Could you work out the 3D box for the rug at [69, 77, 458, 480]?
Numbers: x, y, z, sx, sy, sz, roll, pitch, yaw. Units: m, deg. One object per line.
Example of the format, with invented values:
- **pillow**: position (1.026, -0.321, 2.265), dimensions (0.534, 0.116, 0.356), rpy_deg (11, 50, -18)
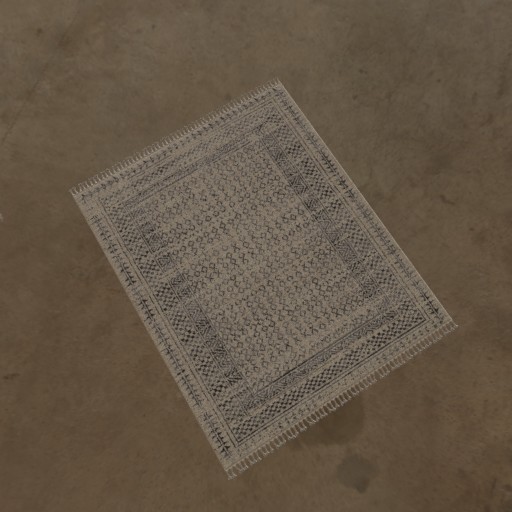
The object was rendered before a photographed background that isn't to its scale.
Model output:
- **rug**: position (0.000, 0.000, 3.974), dimensions (2.312, 0.013, 2.940), rpy_deg (-31, 78, -7)
